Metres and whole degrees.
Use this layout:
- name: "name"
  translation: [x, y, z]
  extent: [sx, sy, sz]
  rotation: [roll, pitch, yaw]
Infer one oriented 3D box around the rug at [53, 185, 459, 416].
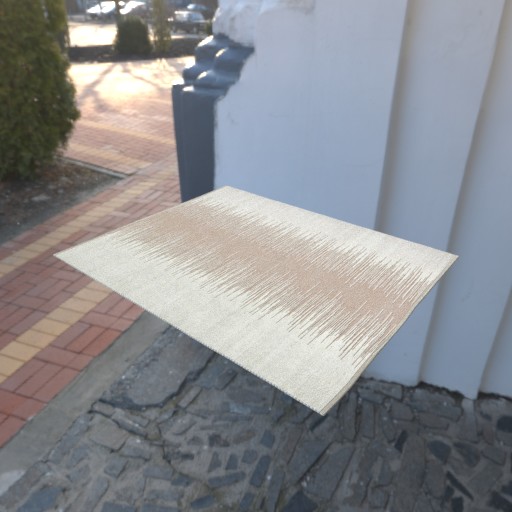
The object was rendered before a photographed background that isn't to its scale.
- name: "rug"
  translation: [0.000, 0.000, 4.236]
  extent: [3.048, 0.013, 2.438]
  rotation: [22, 36, 33]
